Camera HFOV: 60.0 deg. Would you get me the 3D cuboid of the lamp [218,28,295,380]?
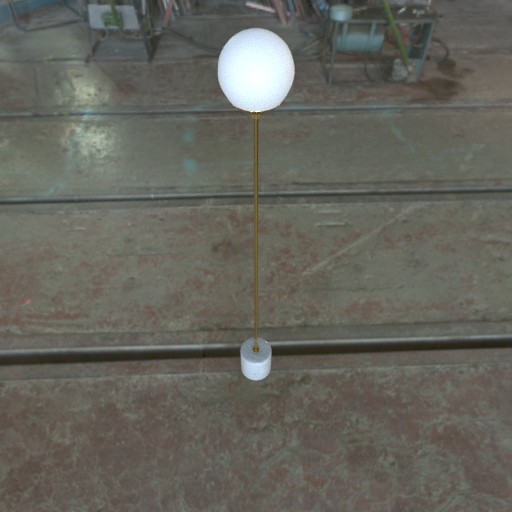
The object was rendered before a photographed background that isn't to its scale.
[{"bbox_3d":[0.000,0.000,1.834,0.224,1.753,0.224,33,54,28],"label":"lamp"}]
